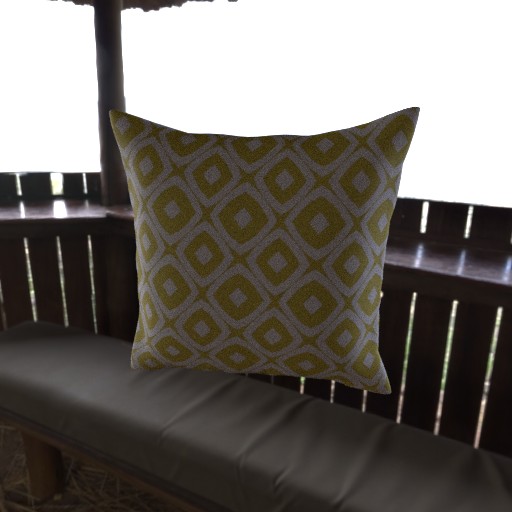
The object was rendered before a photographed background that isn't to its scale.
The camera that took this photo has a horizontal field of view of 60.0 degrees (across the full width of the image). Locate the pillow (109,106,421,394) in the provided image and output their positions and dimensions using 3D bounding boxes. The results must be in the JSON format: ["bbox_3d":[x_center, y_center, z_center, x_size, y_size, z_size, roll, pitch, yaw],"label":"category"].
[{"bbox_3d":[0.000,0.000,0.776,0.504,0.494,0.188,3,16,10],"label":"pillow"}]
